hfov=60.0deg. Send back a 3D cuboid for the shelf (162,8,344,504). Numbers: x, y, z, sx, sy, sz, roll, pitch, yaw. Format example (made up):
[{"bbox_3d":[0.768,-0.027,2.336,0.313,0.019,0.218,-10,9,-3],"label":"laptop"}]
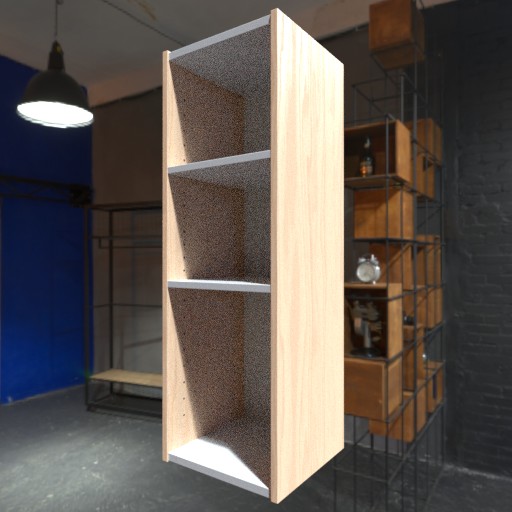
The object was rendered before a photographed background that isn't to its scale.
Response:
[{"bbox_3d":[0.000,0.000,1.009,0.300,0.900,0.290,0,0,35],"label":"shelf"}]
